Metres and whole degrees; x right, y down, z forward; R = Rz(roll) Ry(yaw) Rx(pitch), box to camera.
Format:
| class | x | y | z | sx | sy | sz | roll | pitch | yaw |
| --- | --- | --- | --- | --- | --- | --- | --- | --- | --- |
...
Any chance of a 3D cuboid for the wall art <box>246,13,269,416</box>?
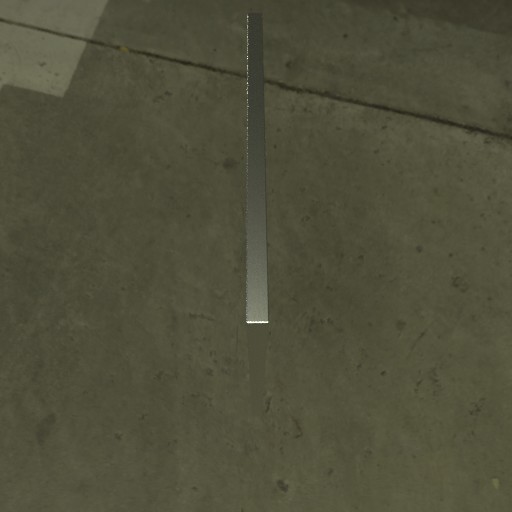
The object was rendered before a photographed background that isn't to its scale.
| class | x | y | z | sx | sy | sz | roll | pitch | yaw |
| --- | --- | --- | --- | --- | --- | --- | --- | --- | --- |
| wall art | 0.000 | 0.000 | 1.378 | 0.037 | 1.062 | 0.801 | 0 | 62 | 0 |
